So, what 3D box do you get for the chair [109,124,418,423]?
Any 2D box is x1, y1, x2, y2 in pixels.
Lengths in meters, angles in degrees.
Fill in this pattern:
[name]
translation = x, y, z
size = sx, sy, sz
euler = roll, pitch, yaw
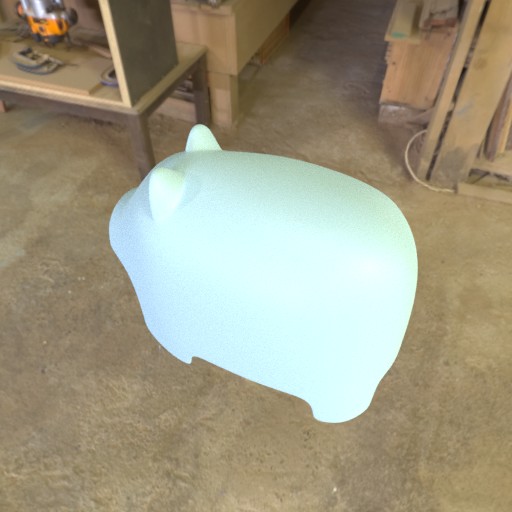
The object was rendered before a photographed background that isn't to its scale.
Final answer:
[chair]
translation = 0.000, 0.000, 0.861
size = 0.619, 0.423, 0.364
euler = 17, 50, 15
